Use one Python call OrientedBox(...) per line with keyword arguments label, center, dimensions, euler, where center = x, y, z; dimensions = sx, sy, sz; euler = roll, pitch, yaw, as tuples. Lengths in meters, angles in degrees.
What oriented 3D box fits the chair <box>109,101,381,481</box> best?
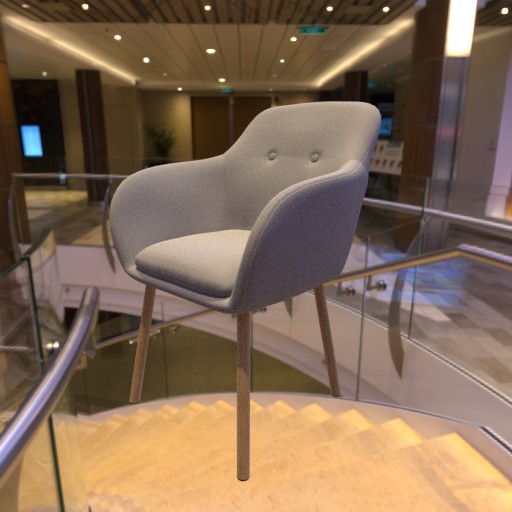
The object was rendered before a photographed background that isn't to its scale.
OrientedBox(label="chair", center=(0.000, 0.000, 1.220), dimensions=(0.570, 0.830, 0.590), euler=(13, 20, 41))
